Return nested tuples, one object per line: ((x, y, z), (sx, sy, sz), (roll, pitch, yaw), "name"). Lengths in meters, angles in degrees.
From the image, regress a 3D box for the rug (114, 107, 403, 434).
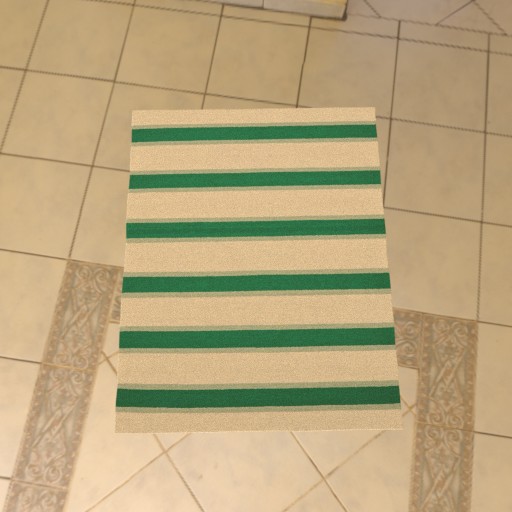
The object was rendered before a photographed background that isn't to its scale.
((0.000, 0.000, 4.080), (2.434, 0.019, 3.041), (-1, 76, 0), "rug")
